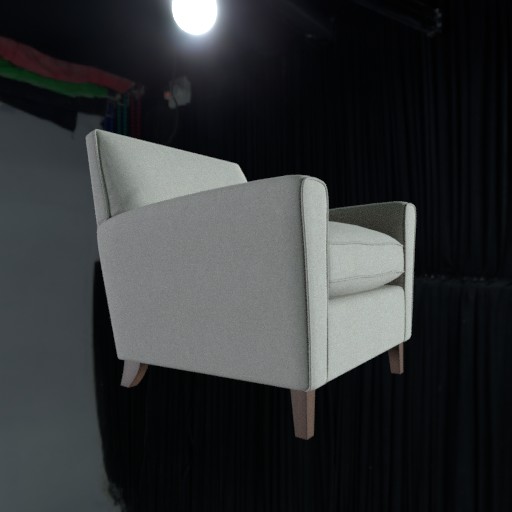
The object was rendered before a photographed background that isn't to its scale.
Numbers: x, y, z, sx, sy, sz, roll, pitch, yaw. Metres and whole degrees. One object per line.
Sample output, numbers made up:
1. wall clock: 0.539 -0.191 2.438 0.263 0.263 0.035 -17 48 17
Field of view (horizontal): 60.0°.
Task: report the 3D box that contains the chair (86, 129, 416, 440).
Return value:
1. chair: 0.000 0.000 1.554 0.871 0.846 0.840 1 1 36
